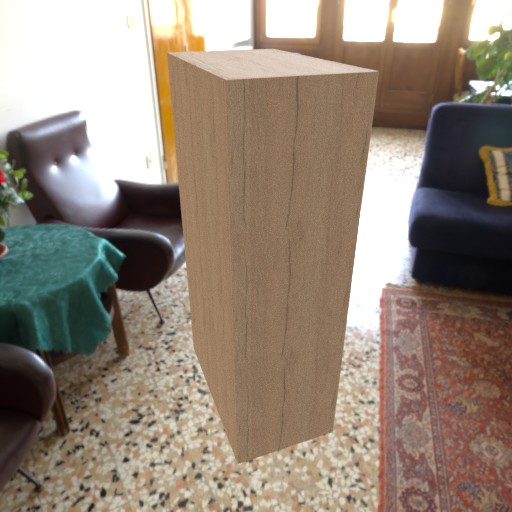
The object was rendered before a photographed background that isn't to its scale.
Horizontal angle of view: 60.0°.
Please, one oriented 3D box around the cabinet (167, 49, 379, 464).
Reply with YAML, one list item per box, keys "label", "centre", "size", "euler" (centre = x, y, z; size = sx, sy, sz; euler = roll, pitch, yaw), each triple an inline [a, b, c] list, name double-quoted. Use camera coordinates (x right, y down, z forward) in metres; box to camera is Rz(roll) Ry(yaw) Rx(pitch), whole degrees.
- label: "cabinet"
  centre: [0.000, 0.000, 2.377]
  size: [0.580, 1.930, 0.980]
  euler: [-11, 31, -18]
